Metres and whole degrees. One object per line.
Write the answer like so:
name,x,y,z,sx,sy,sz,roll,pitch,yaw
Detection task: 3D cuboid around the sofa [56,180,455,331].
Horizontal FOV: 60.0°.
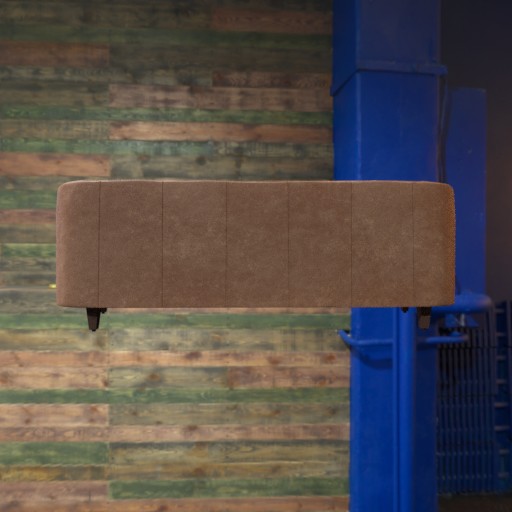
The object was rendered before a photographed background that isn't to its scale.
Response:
sofa,0.000,0.000,2.692,2.257,0.791,0.922,0,0,-1
